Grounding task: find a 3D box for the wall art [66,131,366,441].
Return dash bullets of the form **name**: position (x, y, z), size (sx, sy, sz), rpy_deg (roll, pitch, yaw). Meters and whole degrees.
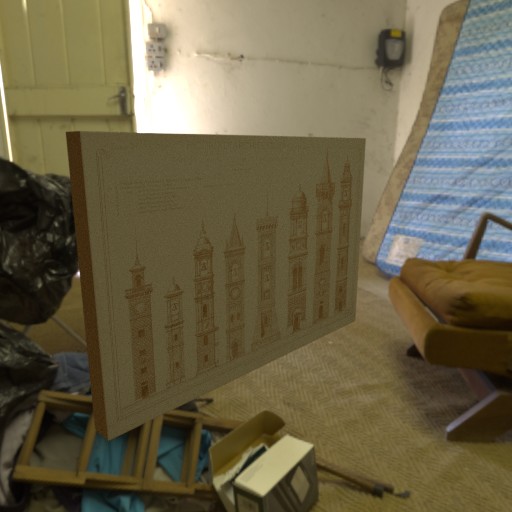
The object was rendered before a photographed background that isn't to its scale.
- **wall art**: position (0.000, 0.000, 0.779), size (0.609, 0.407, 0.039), rpy_deg (-13, 19, -43)
